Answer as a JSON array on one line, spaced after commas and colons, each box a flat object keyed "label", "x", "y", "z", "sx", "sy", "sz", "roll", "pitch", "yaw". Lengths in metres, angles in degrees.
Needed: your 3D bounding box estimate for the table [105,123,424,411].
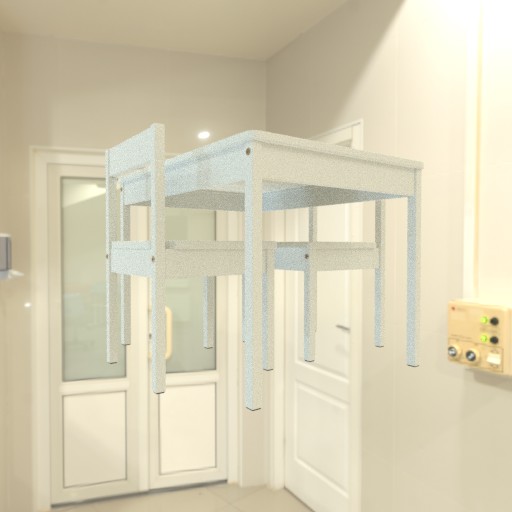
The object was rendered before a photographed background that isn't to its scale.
[{"label": "table", "x": 0.000, "y": 0.000, "z": 1.130, "sx": 0.672, "sy": 0.503, "sz": 0.650, "roll": -1, "pitch": 2, "yaw": -36}]
